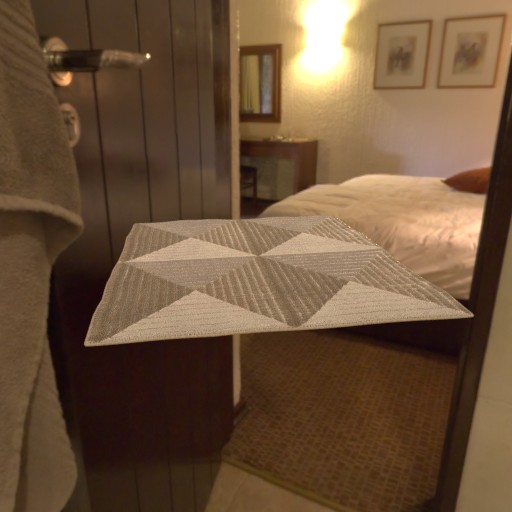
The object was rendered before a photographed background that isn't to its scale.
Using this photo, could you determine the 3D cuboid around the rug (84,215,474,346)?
[{"bbox_3d":[0.000,0.000,0.902,0.551,0.008,0.642,-3,19,-9],"label":"rug"}]
